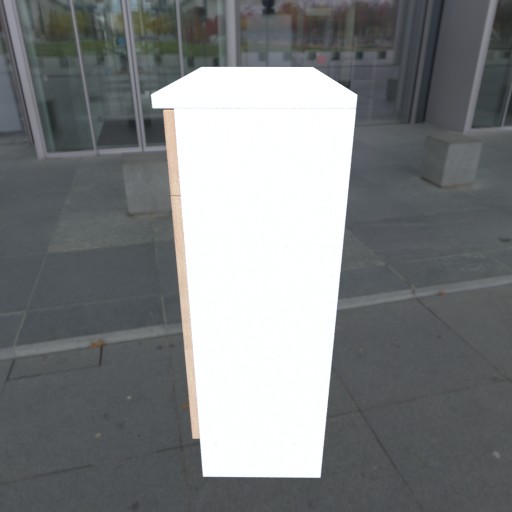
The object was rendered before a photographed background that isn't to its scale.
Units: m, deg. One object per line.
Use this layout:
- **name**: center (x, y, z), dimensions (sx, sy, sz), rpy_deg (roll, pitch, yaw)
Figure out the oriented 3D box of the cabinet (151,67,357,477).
- **cabinet**: center (0.000, 0.000, 1.084), dimensions (0.296, 0.815, 0.600), rpy_deg (0, 27, 1)
